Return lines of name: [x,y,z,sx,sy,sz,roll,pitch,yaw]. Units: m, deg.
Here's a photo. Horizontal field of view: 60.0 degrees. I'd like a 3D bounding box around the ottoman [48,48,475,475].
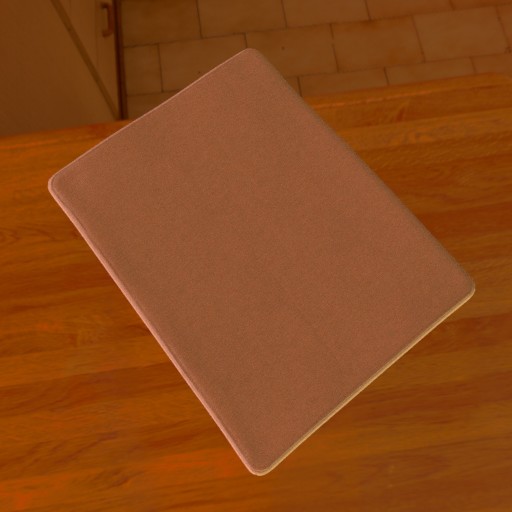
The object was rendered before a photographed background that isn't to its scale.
ottoman: [0.000,0.000,1.214,0.648,0.461,0.833,-37,78,-10]
